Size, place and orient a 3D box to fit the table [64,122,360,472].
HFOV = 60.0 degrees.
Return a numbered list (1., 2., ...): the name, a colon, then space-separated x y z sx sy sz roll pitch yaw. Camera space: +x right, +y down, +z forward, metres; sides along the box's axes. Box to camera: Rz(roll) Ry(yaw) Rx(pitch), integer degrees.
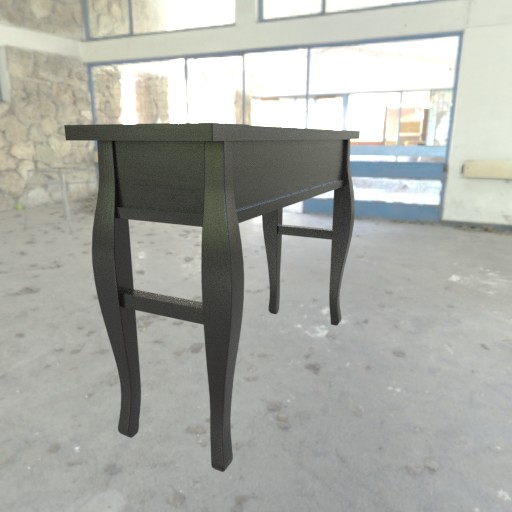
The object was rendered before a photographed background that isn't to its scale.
1. table: 0.000 0.000 1.393 0.373 0.768 1.062 7 17 25
